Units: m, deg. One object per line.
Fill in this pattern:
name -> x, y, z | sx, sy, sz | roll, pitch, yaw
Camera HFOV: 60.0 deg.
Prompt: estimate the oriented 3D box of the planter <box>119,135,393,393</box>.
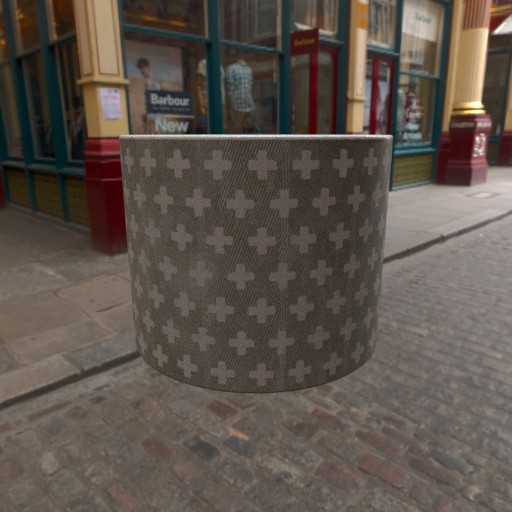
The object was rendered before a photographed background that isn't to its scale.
planter -> 0.000, 0.000, 0.454 | 0.250, 0.239, 0.250 | 0, 15, 0
